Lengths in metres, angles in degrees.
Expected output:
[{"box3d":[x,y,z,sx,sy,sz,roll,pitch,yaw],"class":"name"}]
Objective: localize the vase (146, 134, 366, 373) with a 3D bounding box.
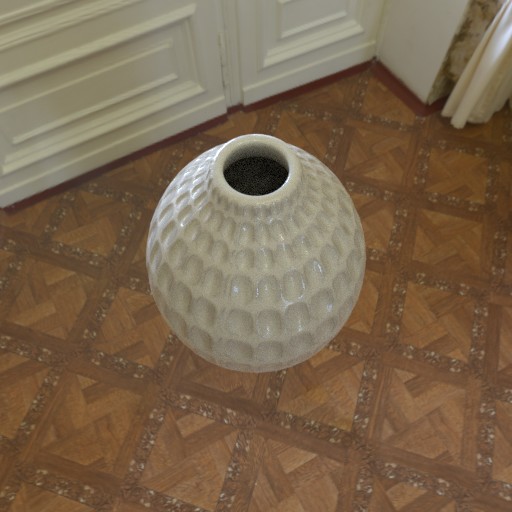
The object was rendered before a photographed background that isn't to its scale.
[{"box3d":[0.000,0.000,0.263,0.128,0.167,0.128,0,63,0],"class":"vase"}]
